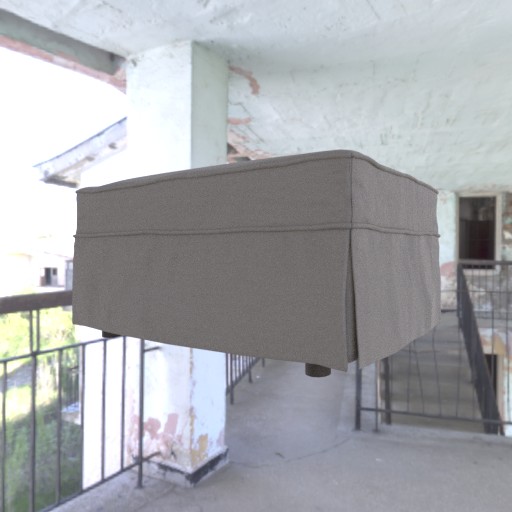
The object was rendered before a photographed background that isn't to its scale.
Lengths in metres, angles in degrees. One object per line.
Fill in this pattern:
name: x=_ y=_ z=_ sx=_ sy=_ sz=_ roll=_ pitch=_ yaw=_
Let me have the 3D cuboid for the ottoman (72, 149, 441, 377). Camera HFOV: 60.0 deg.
ottoman: x=0.000 y=0.000 z=1.322 sx=0.944 sy=0.479 sz=0.703 roll=1 pitch=1 yaw=36
